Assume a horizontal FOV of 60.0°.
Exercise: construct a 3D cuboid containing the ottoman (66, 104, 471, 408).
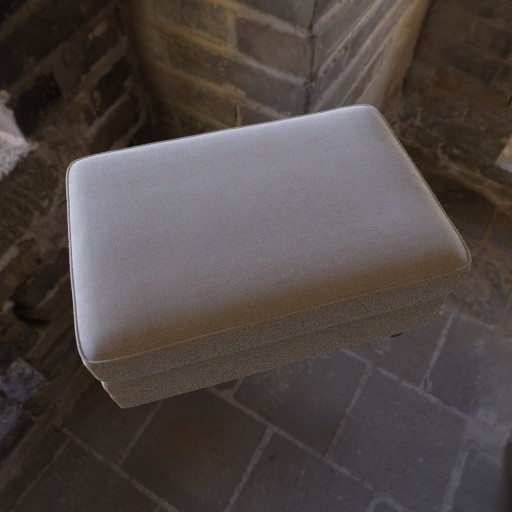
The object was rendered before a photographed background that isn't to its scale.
[{"bbox_3d":[0.000,0.000,1.211,0.862,0.484,0.583,-13,58,-9],"label":"ottoman"}]
